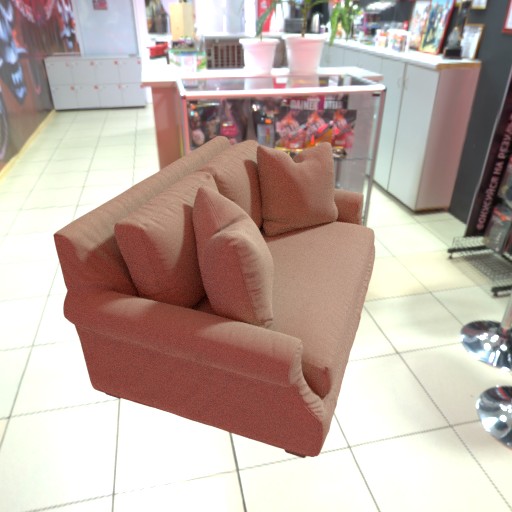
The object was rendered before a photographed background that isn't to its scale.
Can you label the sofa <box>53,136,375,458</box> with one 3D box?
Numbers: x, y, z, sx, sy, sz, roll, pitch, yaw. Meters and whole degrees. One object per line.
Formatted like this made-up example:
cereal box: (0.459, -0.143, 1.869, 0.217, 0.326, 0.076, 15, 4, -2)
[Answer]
sofa: (0.000, 0.000, 2.189, 1.070, 0.905, 1.550, 11, 32, 18)
